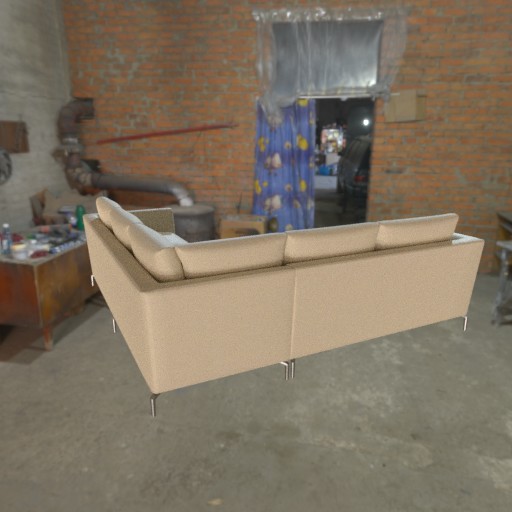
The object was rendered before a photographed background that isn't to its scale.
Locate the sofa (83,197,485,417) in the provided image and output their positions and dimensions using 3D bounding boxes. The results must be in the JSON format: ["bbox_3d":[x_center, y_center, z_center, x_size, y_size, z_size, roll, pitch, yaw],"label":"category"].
[{"bbox_3d":[0.000,0.000,3.695,2.430,0.867,2.448,-7,17,-26],"label":"sofa"}]
